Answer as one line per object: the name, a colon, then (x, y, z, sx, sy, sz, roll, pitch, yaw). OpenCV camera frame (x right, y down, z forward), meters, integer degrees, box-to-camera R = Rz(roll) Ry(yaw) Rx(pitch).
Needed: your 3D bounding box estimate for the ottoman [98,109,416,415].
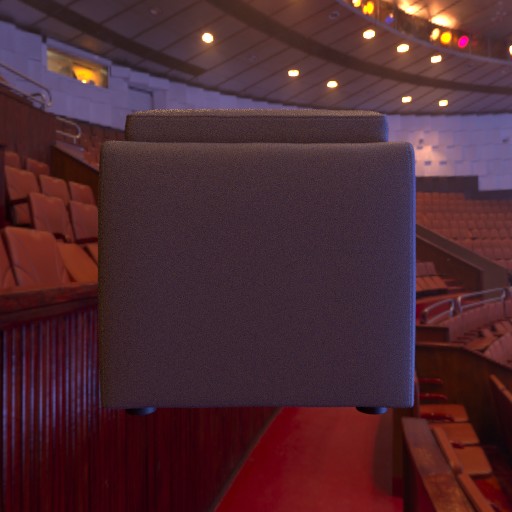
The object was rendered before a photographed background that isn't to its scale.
ottoman: (0.000, 0.000, 0.826, 0.451, 0.460, 0.450, 0, -1, -1)
